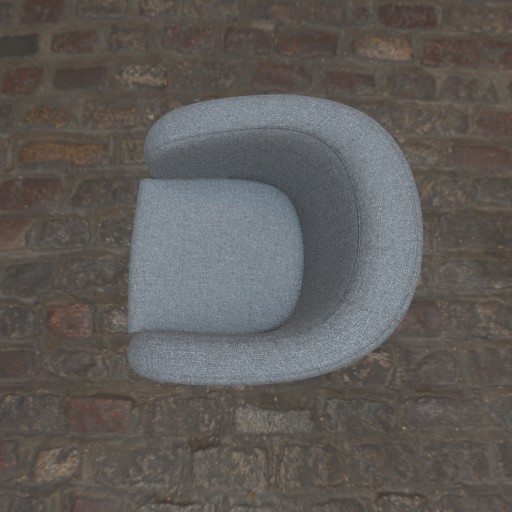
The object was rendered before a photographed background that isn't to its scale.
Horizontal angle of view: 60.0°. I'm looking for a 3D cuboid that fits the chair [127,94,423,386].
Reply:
[{"bbox_3d":[0.000,0.000,1.431,0.815,0.771,0.791,1,75,0],"label":"chair"}]
